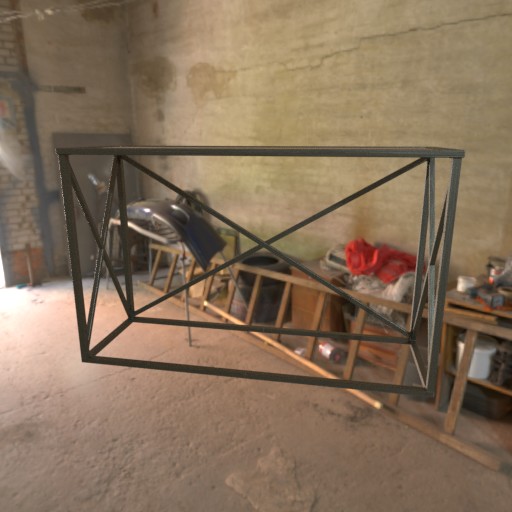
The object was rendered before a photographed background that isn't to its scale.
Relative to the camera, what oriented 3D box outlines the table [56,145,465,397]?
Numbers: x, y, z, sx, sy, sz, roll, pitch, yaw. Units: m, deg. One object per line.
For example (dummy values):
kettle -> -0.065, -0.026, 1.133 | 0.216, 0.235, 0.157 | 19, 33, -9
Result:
table -> 0.000, 0.000, 1.581 | 1.216, 0.753, 0.402 | 3, 15, 10
